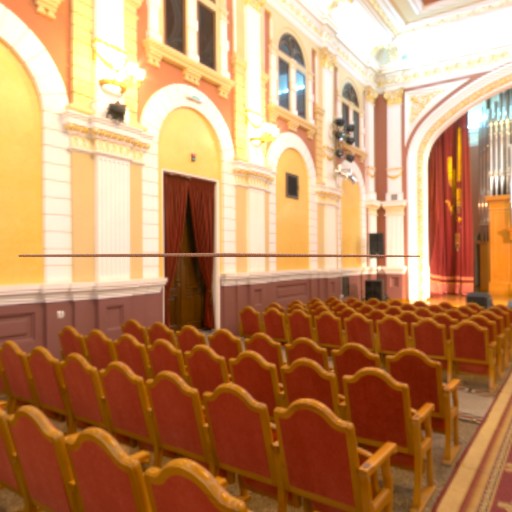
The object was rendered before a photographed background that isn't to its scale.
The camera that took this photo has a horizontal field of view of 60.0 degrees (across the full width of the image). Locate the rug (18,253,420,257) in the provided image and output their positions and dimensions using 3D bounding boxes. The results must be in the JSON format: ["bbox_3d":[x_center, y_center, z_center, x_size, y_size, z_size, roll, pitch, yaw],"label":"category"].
[{"bbox_3d":[0.000,0.000,3.017,1.523,0.014,2.438,0,0,35],"label":"rug"}]
